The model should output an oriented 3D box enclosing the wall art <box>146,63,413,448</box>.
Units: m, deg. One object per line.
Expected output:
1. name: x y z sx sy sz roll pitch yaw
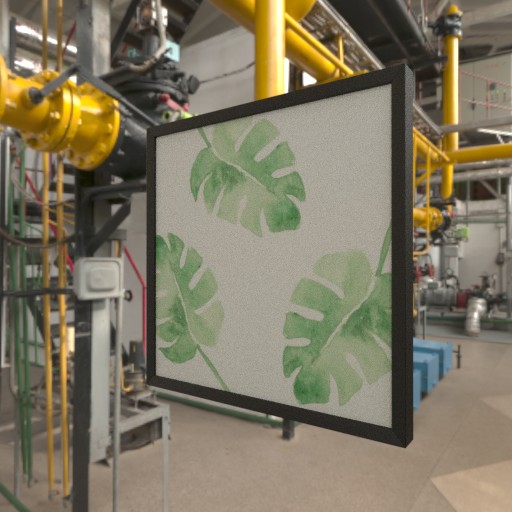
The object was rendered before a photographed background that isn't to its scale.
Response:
1. wall art: 0.000 0.000 0.744 0.508 0.508 0.036 0 0 35
